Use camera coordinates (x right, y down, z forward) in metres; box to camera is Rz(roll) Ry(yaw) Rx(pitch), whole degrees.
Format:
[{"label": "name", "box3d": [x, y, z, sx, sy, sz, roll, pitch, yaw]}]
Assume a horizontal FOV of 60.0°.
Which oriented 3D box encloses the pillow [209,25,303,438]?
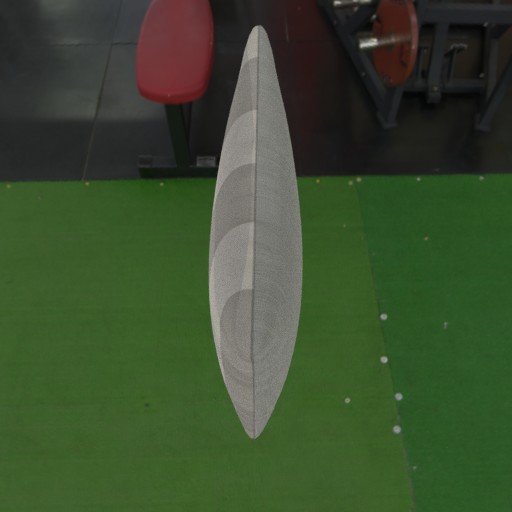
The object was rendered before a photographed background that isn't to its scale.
[{"label": "pillow", "box3d": [0.000, 0.000, 0.754, 0.161, 0.509, 0.511, 1, 59, 0]}]
